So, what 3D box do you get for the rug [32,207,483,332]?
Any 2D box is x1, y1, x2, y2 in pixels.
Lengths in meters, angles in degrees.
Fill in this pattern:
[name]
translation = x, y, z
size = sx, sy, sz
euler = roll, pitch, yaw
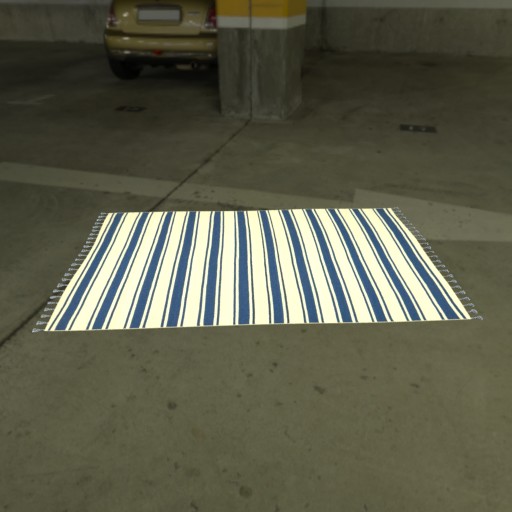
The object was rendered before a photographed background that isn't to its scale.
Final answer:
[rug]
translation = 0.000, 0.000, 2.574
size = 2.108, 0.009, 1.248
euler = -1, 31, -2
